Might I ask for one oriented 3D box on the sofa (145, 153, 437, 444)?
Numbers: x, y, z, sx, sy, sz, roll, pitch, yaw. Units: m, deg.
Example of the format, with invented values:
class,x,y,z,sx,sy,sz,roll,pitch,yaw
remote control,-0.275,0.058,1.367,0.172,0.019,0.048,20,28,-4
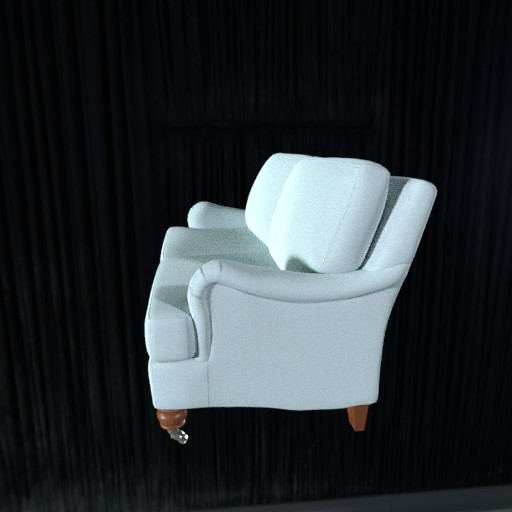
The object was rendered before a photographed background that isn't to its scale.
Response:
class,x,y,z,sx,sy,sz,roll,pitch,yaw
sofa,0.000,0.000,2.484,1.084,1.101,1.853,-2,14,-8
